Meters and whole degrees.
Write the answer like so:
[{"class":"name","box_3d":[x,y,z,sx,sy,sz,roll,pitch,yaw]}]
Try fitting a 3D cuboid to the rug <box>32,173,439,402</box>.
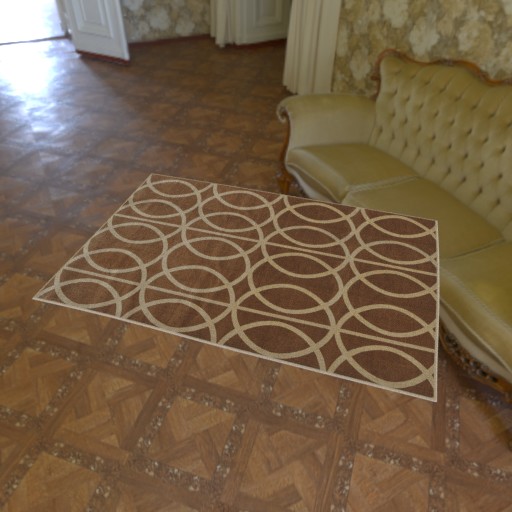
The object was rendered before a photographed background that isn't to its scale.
[{"class":"rug","box_3d":[0.000,0.000,2.906,2.294,0.014,1.528,11,42,13]}]
